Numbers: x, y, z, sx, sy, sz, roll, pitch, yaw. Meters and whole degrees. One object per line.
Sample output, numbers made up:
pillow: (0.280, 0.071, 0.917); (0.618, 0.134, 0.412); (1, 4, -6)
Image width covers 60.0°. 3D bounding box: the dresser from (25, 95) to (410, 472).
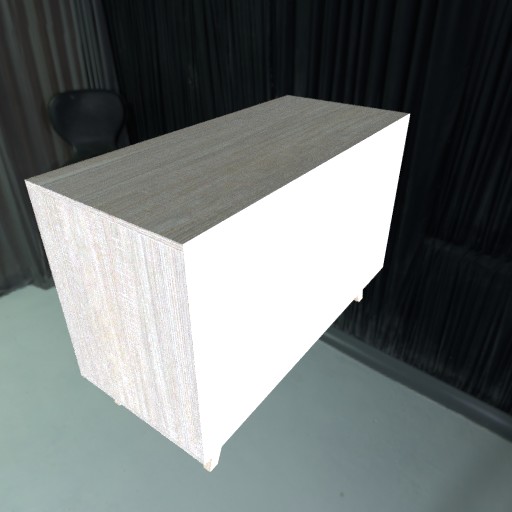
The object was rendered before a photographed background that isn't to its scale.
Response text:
dresser: (0.000, 0.000, 1.474); (0.500, 0.780, 1.110); (21, 37, 30)
